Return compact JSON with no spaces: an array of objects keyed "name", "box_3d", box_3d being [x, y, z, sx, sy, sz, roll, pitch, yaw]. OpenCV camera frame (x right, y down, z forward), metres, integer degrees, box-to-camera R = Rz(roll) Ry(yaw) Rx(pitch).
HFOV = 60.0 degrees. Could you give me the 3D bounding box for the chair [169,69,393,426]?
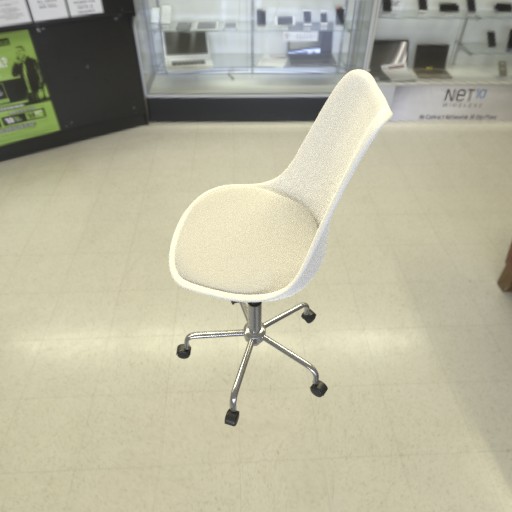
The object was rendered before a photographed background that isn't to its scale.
[{"name":"chair","box_3d":[0.000,0.000,1.243,0.550,0.930,0.550,0,42,0]}]
